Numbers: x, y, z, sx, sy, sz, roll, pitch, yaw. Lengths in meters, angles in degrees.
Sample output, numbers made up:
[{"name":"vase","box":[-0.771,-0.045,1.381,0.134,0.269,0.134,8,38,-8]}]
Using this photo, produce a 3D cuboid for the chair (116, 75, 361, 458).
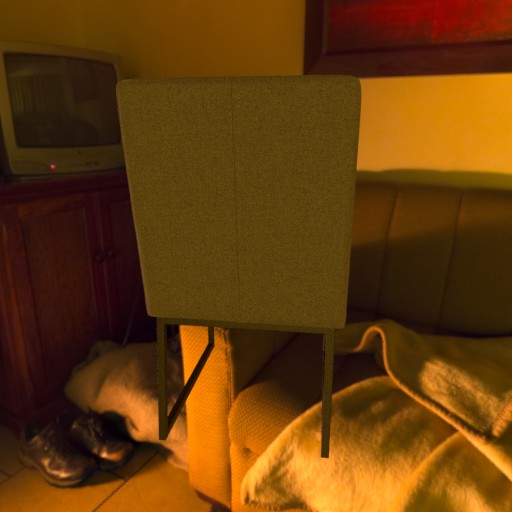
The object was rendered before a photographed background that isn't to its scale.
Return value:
[{"name":"chair","box":[0.000,0.000,1.300,0.520,0.930,0.634,2,16,8]}]
